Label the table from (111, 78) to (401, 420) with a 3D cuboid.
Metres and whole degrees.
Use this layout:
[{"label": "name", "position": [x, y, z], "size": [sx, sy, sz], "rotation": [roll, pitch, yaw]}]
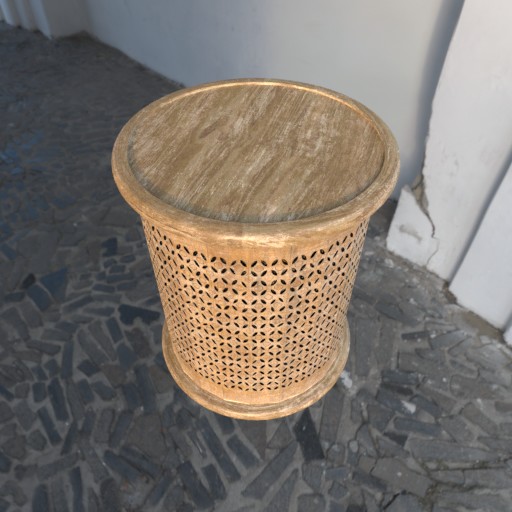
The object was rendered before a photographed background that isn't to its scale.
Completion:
[{"label": "table", "position": [0.000, 0.000, 0.805], "size": [0.407, 0.482, 0.407], "rotation": [0, 46, 0]}]
